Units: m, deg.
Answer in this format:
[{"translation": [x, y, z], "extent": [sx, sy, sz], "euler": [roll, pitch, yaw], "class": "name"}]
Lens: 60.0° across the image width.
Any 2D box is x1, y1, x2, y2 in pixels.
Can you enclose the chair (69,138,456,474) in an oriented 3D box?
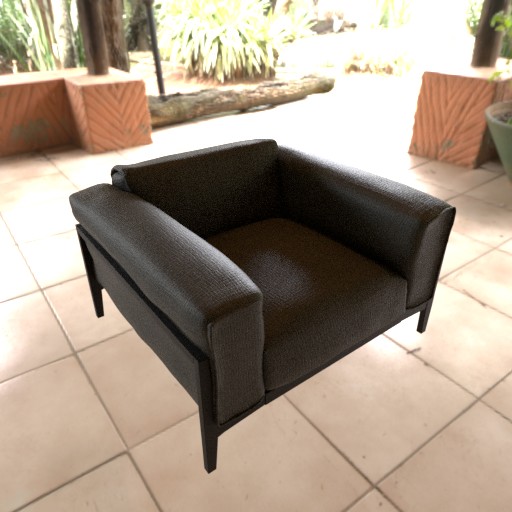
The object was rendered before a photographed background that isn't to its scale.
[{"translation": [0.000, 0.000, 1.681], "extent": [1.056, 0.646, 0.969], "euler": [-21, 37, -31], "class": "chair"}]
